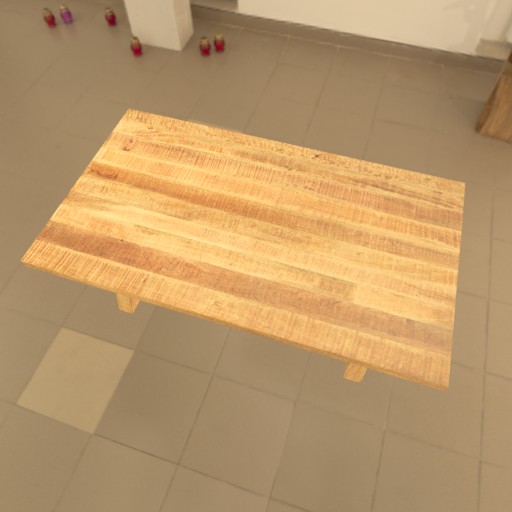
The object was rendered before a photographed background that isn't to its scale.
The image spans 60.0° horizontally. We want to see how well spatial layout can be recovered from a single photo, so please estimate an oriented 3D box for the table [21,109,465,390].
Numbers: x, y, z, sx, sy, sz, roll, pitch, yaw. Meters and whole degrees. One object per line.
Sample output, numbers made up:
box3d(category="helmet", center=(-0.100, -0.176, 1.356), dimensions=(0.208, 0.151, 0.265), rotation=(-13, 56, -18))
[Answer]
box3d(category="table", center=(0.000, 0.000, 1.678), dimensions=(1.320, 0.455, 0.760), rotation=(15, 59, 9))
